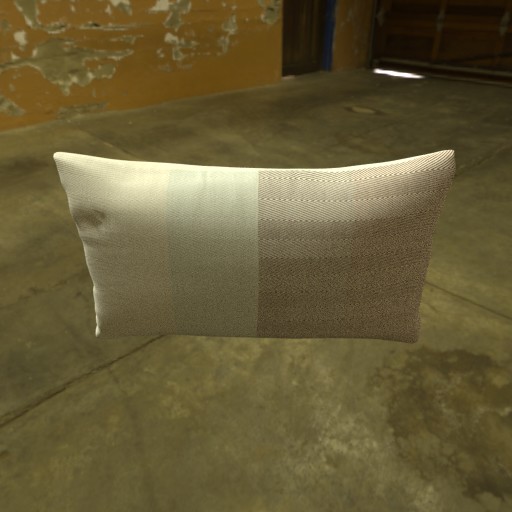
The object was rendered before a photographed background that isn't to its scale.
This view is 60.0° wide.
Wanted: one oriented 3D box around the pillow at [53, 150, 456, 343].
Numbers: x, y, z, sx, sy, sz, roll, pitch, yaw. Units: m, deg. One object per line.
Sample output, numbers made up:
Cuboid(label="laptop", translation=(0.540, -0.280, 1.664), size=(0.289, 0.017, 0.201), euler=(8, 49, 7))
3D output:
Cuboid(label="pillow", translation=(0.000, 0.000, 0.623), size=(0.506, 0.305, 0.139), euler=(1, 30, 1))
